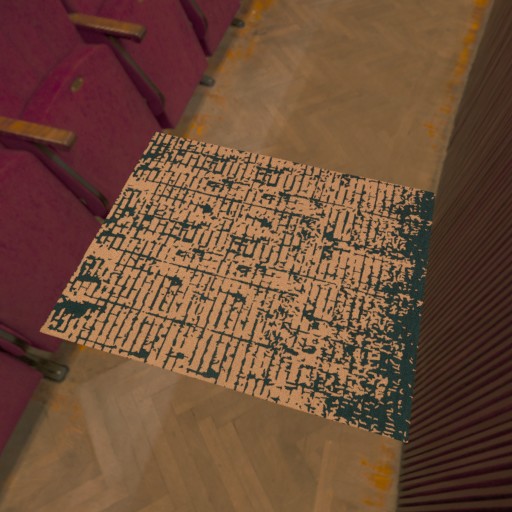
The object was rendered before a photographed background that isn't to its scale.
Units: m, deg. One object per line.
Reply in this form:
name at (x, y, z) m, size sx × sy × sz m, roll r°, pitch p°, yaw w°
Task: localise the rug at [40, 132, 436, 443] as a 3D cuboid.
rug at (0.000, 0.000, 4.039) m, size 3.017 × 0.014 × 2.416 m, roll 14°, pitch 60°, yaw 8°
